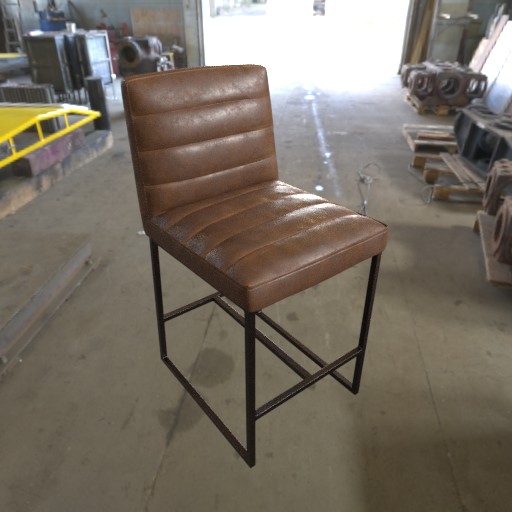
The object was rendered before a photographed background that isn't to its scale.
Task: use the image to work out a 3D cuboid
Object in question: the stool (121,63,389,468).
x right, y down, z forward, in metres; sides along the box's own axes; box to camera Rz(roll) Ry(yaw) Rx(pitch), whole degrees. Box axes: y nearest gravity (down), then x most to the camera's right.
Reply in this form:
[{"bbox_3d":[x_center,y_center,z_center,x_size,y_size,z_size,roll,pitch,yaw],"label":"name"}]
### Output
[{"bbox_3d":[0.000,0.000,1.257,0.463,0.942,0.562,-21,37,-32],"label":"stool"}]
